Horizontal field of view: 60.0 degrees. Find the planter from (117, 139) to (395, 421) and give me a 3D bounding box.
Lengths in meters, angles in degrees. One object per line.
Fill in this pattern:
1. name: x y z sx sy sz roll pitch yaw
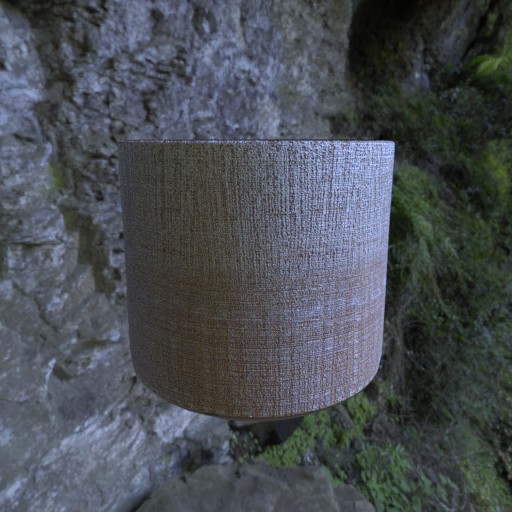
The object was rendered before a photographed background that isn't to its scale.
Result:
1. planter: 0.000 0.000 0.189 0.109 0.096 0.109 0 14 0
